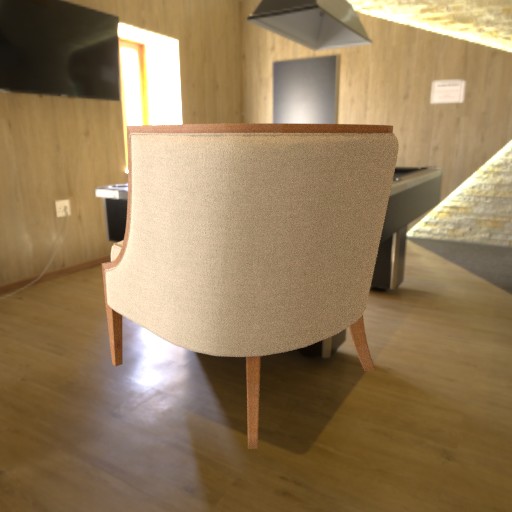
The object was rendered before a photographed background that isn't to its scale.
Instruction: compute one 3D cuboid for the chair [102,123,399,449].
[{"bbox_3d":[0.000,0.000,1.380,0.711,0.775,0.757,-14,21,-42],"label":"chair"}]
